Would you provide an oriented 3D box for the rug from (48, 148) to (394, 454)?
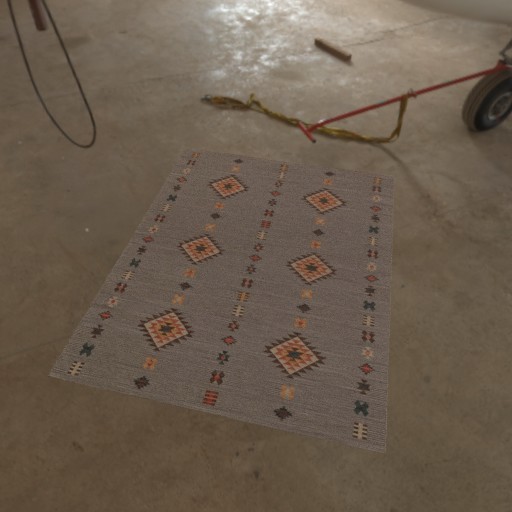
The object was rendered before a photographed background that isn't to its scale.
[{"bbox_3d":[0.000,0.000,4.059,2.425,0.008,3.035,10,48,9],"label":"rug"}]
